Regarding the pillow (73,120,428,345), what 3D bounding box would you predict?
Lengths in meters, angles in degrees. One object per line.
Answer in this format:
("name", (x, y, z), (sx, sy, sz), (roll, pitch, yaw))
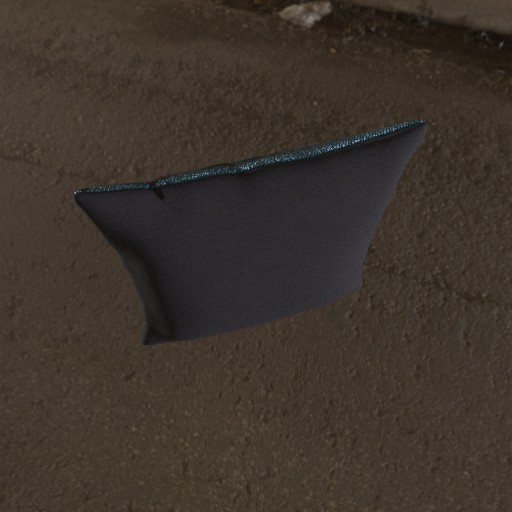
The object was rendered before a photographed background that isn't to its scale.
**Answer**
("pillow", (0.000, 0.000, 0.674), (0.436, 0.430, 0.138), (-14, 59, -9))
